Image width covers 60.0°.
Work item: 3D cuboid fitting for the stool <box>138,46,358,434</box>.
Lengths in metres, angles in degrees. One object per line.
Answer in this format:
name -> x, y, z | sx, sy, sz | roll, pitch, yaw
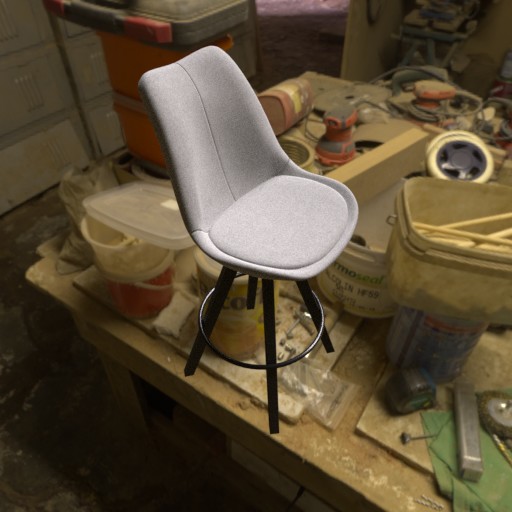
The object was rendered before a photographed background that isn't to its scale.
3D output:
stool -> 0.000, 0.000, 1.411 | 0.550, 1.115, 0.485 | 25, 48, 25
